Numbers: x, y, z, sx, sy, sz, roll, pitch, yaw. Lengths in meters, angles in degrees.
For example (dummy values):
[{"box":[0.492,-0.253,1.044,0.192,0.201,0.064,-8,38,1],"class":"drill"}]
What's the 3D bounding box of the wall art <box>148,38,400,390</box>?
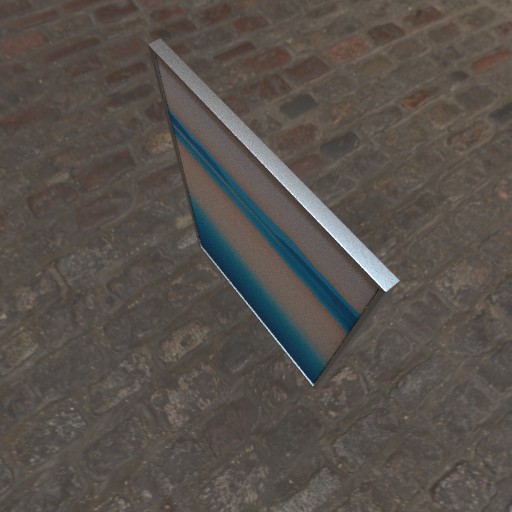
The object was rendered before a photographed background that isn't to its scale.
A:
[{"box":[0.000,0.000,1.404,0.037,1.062,0.801,-35,69,-15],"class":"wall art"}]
